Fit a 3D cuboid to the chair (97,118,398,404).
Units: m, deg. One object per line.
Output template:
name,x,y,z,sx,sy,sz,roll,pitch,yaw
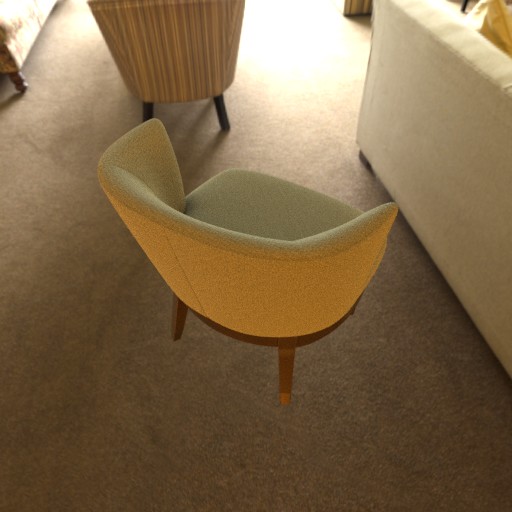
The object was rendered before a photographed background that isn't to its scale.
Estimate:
chair,0.000,0.000,1.307,0.700,0.760,0.660,24,51,22
